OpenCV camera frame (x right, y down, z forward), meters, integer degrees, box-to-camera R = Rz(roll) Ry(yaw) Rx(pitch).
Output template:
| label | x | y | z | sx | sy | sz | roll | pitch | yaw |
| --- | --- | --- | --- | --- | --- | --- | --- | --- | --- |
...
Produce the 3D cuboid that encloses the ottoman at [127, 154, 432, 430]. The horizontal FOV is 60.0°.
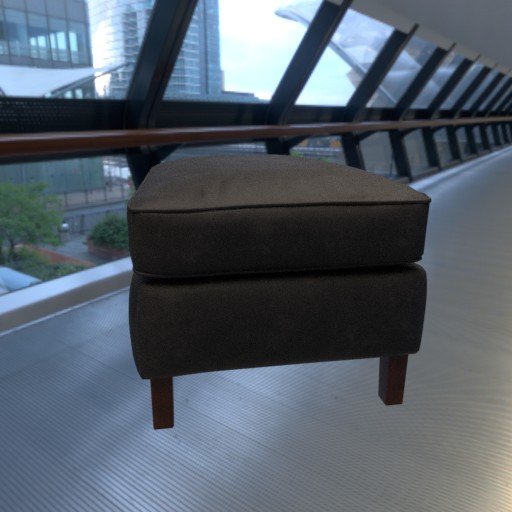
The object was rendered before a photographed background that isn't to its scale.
| label | x | y | z | sx | sy | sz | roll | pitch | yaw |
| --- | --- | --- | --- | --- | --- | --- | --- | --- | --- |
| ottoman | 0.000 | 0.000 | 0.980 | 0.501 | 0.413 | 0.665 | -3 | 17 | -9 |
